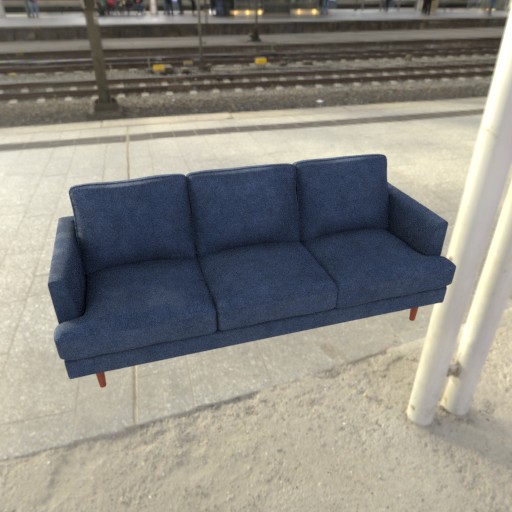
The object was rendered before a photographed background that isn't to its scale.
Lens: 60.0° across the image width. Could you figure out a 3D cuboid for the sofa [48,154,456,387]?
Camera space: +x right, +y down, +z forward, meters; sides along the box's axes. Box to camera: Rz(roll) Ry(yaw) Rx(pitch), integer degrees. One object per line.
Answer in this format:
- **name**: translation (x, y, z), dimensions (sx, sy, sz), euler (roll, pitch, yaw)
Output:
- **sofa**: translation (0.000, 0.000, 2.688), dimensions (2.246, 0.930, 0.903), euler (-9, 32, -15)
